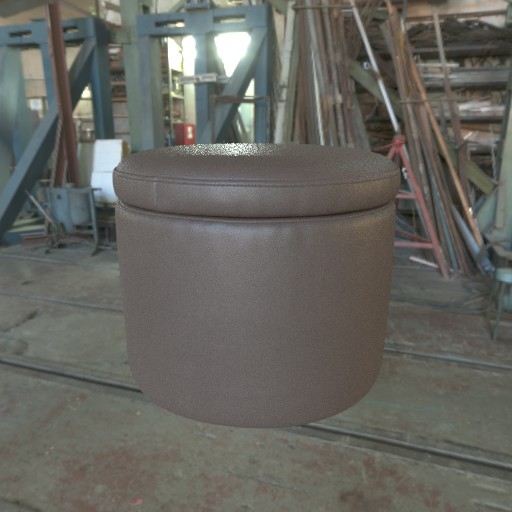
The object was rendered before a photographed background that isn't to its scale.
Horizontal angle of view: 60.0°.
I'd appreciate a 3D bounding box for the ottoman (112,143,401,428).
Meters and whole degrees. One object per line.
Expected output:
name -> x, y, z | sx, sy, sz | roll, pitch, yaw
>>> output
ottoman -> 0.000, 0.000, 0.844 | 0.500, 0.409, 0.500 | 0, 16, 0
